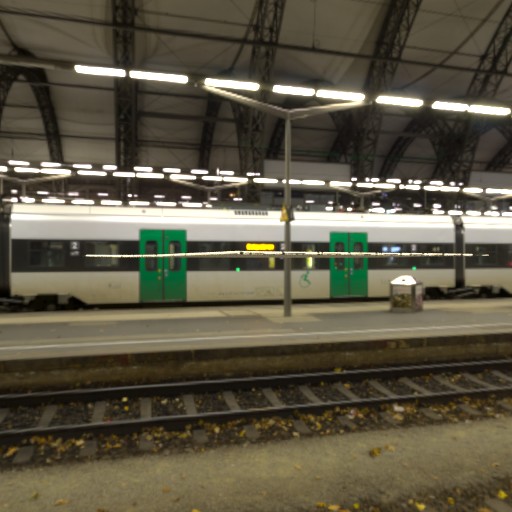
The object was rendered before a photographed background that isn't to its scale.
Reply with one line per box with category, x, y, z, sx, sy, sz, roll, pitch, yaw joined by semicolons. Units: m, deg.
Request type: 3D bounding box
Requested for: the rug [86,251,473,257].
rug;0.000;0.000;4.189;2.342;0.026;3.221;0;0;-36
